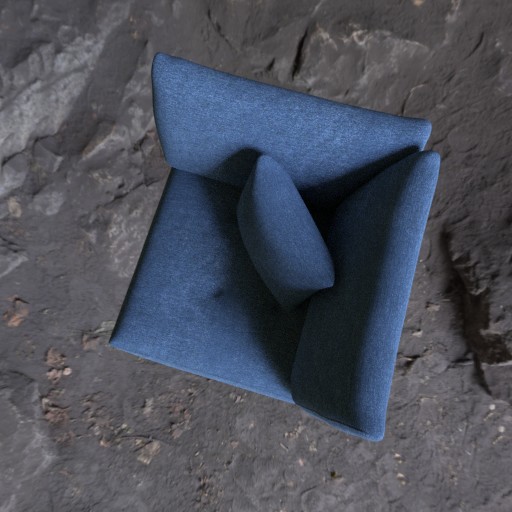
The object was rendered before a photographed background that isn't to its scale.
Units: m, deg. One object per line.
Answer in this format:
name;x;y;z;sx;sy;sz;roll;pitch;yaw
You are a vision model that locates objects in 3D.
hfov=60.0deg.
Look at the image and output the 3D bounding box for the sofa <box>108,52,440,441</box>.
sofa;0.000;0.000;1.700;1.000;0.820;1.000;16;78;4
